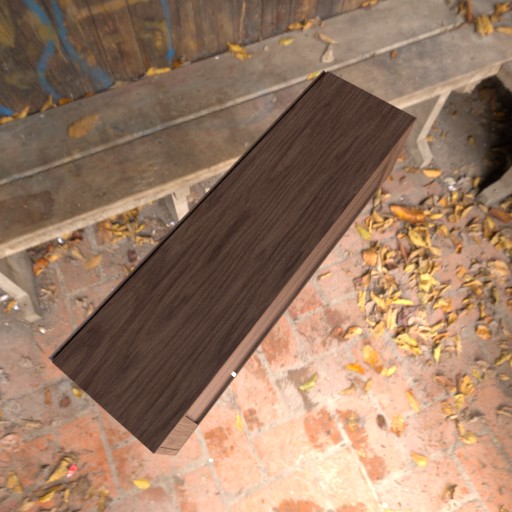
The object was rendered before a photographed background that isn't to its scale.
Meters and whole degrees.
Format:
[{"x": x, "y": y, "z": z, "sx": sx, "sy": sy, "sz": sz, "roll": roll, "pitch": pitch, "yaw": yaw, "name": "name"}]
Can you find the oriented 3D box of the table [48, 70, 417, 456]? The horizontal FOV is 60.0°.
[{"x": 0.000, "y": 0.000, "z": 1.652, "sx": 0.405, "sy": 0.508, "sz": 1.397, "roll": 35, "pitch": 70, "yaw": 15, "name": "table"}]
